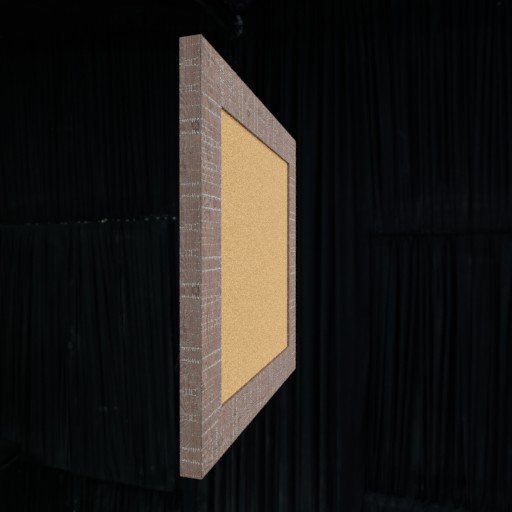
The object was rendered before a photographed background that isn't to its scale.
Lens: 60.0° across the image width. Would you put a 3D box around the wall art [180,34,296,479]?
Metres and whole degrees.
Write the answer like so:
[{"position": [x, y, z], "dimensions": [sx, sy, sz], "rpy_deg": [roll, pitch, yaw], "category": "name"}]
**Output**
[{"position": [0.000, 0.000, 0.786], "dimensions": [0.029, 0.531, 0.531], "rpy_deg": [0, 1, 17], "category": "wall art"}]
